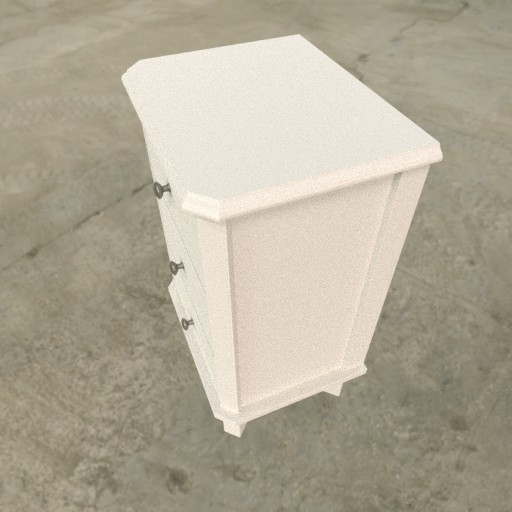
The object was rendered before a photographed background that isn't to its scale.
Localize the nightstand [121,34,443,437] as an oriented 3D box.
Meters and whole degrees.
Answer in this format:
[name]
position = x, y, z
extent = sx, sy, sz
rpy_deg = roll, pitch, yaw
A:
[nightstand]
position = 0.000, 0.000, 0.909
extent = 0.351, 0.681, 0.435
rpy_deg = -17, 49, -16
